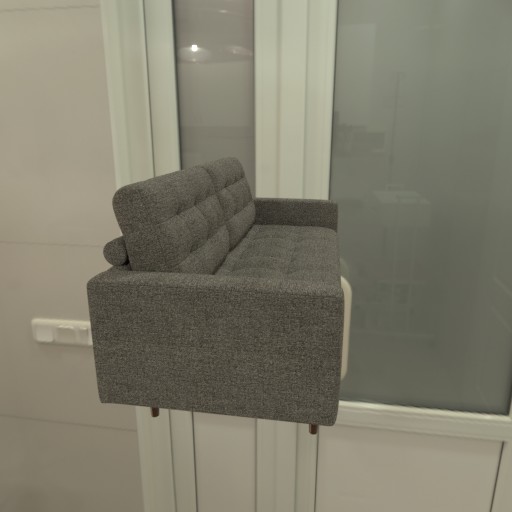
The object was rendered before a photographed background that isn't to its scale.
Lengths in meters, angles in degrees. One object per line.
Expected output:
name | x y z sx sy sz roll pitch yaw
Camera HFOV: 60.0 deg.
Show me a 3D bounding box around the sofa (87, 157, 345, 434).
sofa | 0.000 0.000 2.275 0.863 0.902 1.821 3 16 9
